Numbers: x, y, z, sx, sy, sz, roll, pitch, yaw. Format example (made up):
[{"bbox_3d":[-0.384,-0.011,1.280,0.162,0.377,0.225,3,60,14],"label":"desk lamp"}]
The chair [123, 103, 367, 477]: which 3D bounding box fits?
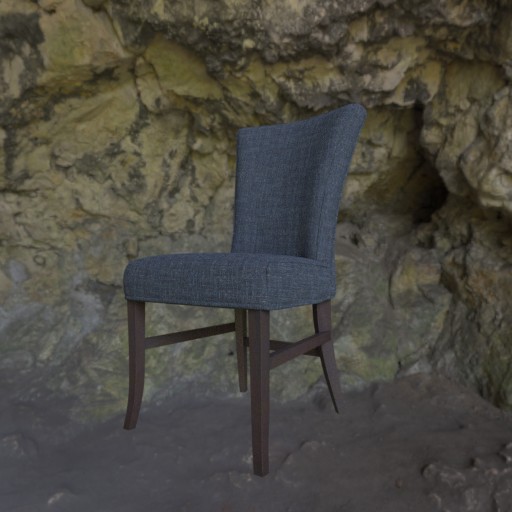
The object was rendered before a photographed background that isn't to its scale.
[{"bbox_3d":[0.000,0.000,1.378,0.520,0.991,0.660,-1,-1,36],"label":"chair"}]
